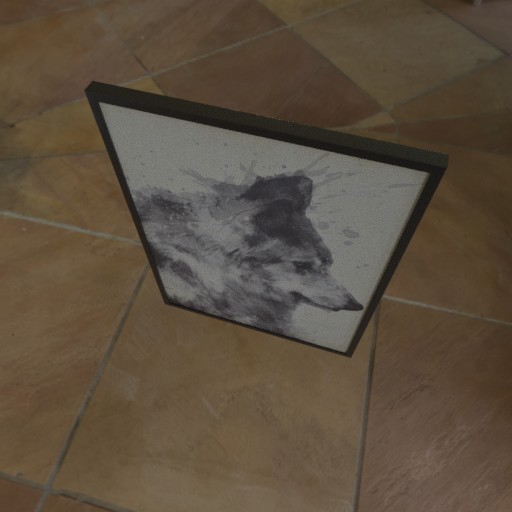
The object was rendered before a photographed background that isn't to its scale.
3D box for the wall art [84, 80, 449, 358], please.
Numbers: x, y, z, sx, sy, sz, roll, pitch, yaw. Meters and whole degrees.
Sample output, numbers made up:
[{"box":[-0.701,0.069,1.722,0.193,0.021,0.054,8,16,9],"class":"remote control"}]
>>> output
[{"box":[0.000,0.000,1.393,0.804,1.061,0.039,15,58,9],"class":"wall art"}]
